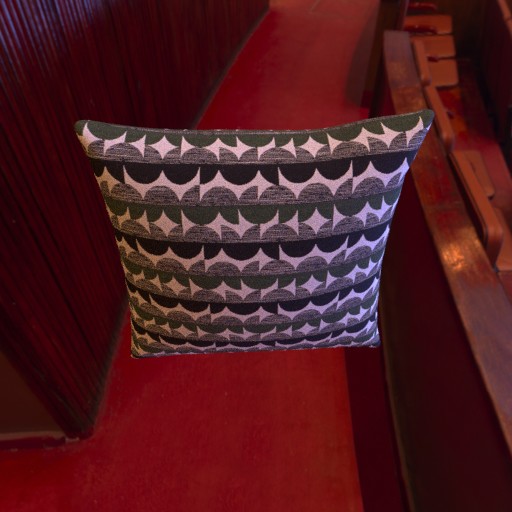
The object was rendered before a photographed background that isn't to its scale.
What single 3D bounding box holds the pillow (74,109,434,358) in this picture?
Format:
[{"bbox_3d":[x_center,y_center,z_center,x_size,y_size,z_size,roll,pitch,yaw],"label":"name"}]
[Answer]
[{"bbox_3d":[0.000,0.000,0.628,0.419,0.404,0.180,-2,46,-2],"label":"pillow"}]
